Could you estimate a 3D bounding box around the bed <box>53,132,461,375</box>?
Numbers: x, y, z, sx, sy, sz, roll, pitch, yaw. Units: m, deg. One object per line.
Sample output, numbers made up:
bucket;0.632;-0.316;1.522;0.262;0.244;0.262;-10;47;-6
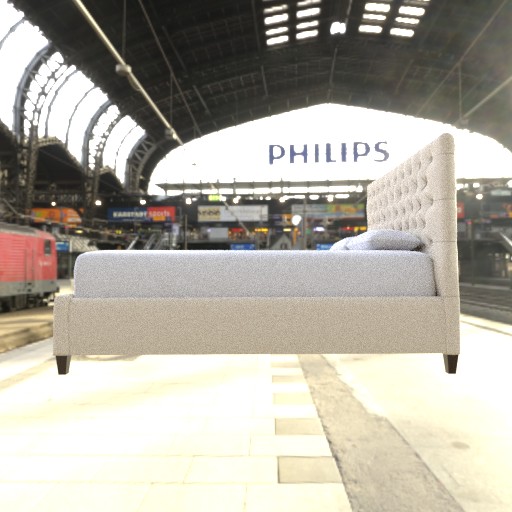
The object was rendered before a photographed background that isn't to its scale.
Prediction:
bed;0.000;0.000;3.423;2.387;1.427;1.698;0;-1;-1
